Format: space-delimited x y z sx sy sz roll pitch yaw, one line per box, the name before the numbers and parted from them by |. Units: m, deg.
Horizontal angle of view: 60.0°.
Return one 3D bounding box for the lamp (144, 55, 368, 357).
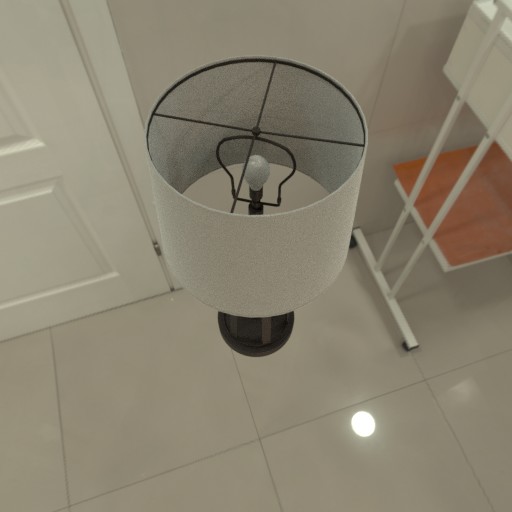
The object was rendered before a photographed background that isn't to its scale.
lamp | 0.000 0.000 0.657 0.251 0.509 0.251 0 60 0
